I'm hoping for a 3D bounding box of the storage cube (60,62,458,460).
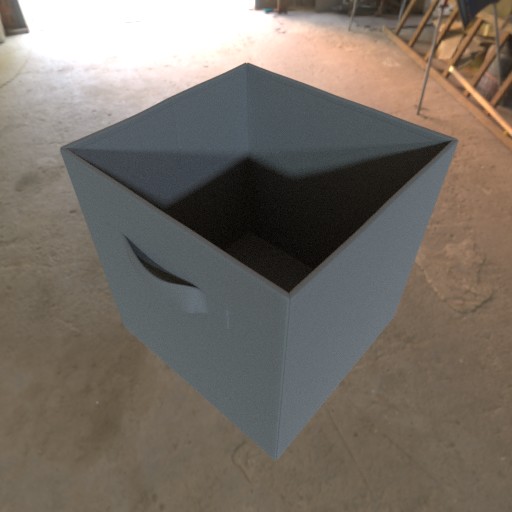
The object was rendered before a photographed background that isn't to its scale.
[{"bbox_3d":[0.000,0.000,0.498,0.270,0.280,0.270,32,54,27],"label":"storage cube"}]
